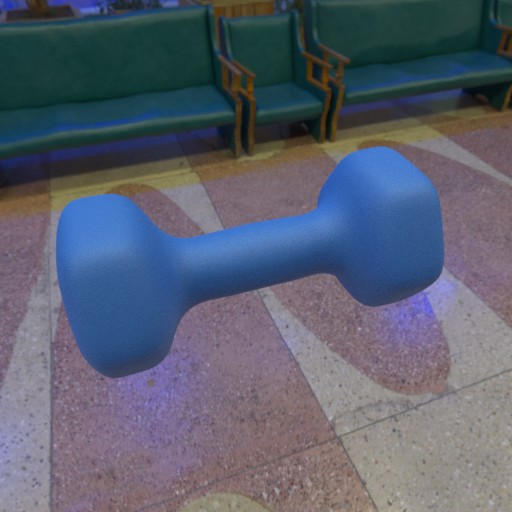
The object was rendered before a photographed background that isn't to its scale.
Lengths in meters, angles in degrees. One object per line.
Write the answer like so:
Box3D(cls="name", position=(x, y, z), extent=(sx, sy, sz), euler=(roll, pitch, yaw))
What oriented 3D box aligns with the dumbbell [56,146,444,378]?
Box3D(cls="dumbbell", position=(0.000, 0.000, 0.262), extent=(0.212, 0.093, 0.103), euler=(-12, 42, -14))
